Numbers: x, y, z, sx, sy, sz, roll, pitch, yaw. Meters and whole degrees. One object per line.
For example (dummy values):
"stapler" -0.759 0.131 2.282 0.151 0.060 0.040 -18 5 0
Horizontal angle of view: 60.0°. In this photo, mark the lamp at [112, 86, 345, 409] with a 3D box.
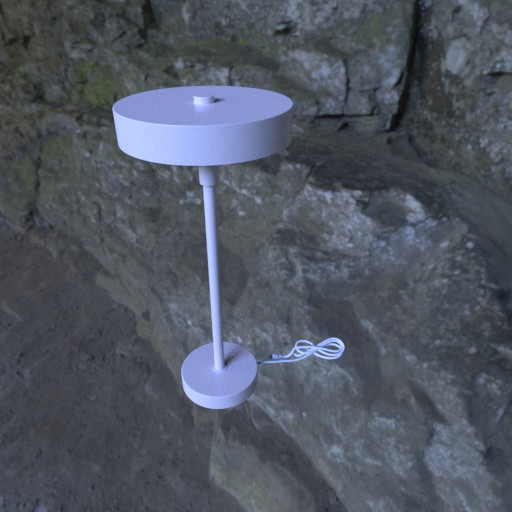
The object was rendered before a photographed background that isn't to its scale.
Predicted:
"lamp" 0.000 0.000 0.717 0.369 0.508 0.229 -10 33 -17
